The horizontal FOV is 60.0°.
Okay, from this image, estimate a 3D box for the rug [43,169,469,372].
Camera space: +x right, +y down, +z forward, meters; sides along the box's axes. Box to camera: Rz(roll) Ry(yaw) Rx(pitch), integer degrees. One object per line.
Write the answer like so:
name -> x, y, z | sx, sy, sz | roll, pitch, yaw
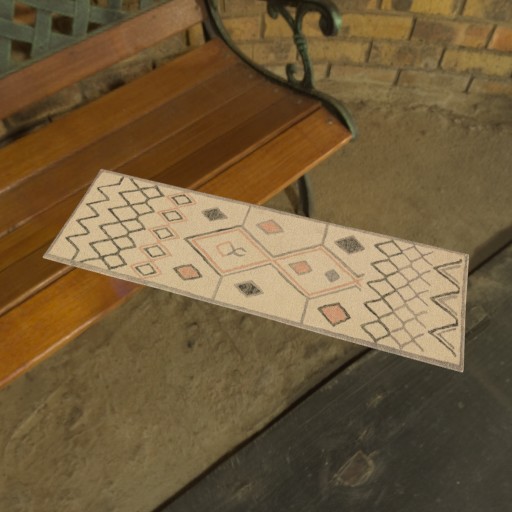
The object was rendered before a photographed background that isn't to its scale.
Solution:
rug -> 0.000, 0.000, 2.649 | 2.435, 0.011, 0.750 | 14, 58, 9
